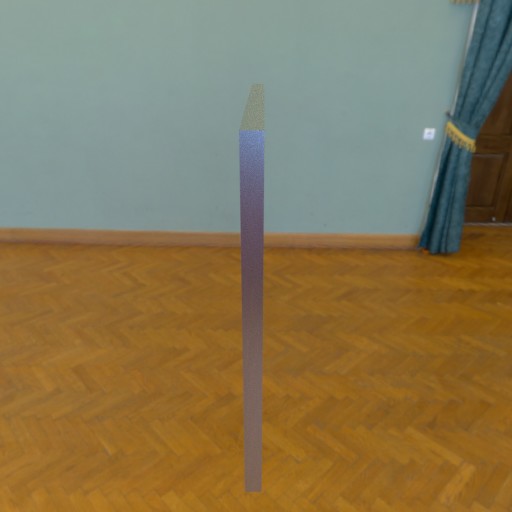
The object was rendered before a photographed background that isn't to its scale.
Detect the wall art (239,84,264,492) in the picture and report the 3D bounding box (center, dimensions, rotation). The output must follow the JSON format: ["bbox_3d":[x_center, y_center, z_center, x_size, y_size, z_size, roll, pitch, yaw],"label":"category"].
[{"bbox_3d":[0.000,0.000,1.200,0.038,0.806,0.806,0,26,1],"label":"wall art"}]
